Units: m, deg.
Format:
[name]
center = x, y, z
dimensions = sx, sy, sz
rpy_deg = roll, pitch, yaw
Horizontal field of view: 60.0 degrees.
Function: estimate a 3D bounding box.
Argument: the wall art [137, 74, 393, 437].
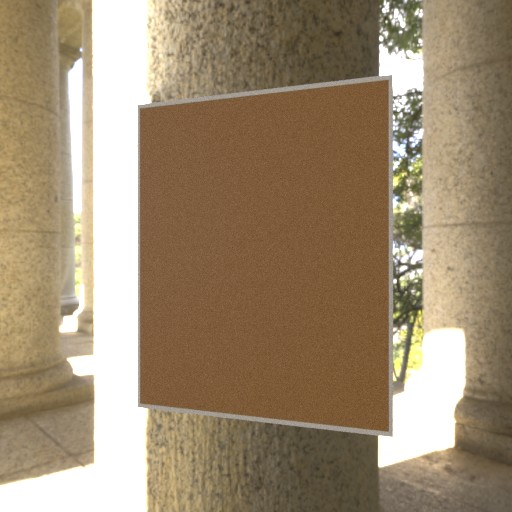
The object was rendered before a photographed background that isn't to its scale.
[wall art]
center = 0.000, 0.000, 0.750
dimensions = 0.443, 0.549, 0.030
rpy_deg = 0, 0, 18
